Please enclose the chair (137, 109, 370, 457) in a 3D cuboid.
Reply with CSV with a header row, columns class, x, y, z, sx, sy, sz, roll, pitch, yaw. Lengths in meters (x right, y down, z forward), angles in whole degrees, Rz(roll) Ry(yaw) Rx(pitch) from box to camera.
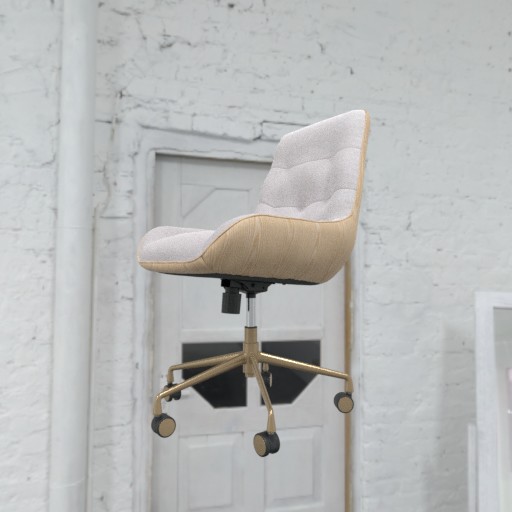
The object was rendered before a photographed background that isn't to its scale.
class,x,y,z,sx,sy,sz,roll,pitch,yaw
chair,0.000,0.000,1.359,0.668,0.952,0.564,1,-1,-37
